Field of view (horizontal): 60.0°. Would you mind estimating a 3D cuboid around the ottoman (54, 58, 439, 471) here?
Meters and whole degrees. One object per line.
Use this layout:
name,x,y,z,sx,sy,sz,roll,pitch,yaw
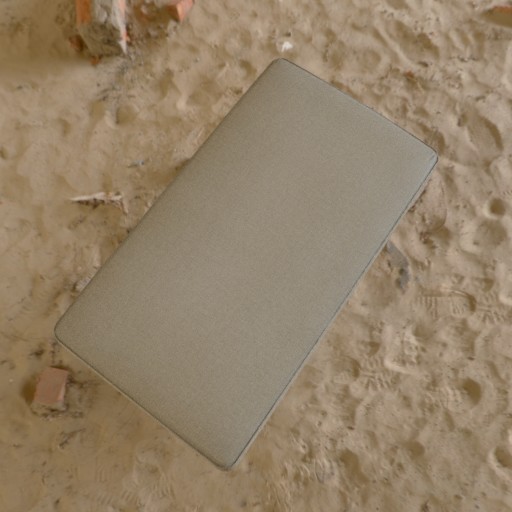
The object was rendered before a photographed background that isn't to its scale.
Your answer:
ottoman,0.000,0.000,1.424,0.617,0.461,1.097,35,78,8
